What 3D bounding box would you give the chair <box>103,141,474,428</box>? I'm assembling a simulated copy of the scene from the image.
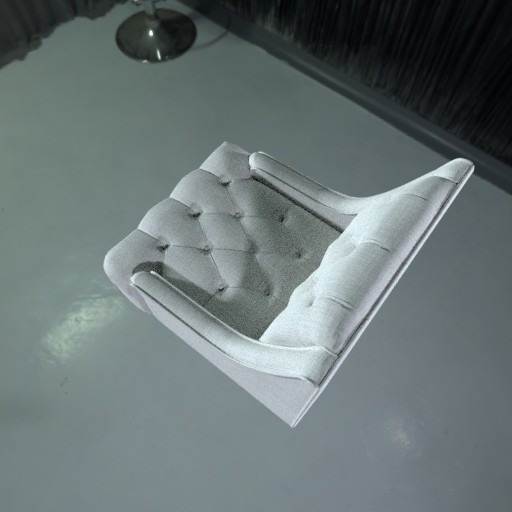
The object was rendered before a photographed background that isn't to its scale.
[{"bbox_3d":[0.000,0.000,1.377,0.772,0.891,0.658,35,68,16],"label":"chair"}]
